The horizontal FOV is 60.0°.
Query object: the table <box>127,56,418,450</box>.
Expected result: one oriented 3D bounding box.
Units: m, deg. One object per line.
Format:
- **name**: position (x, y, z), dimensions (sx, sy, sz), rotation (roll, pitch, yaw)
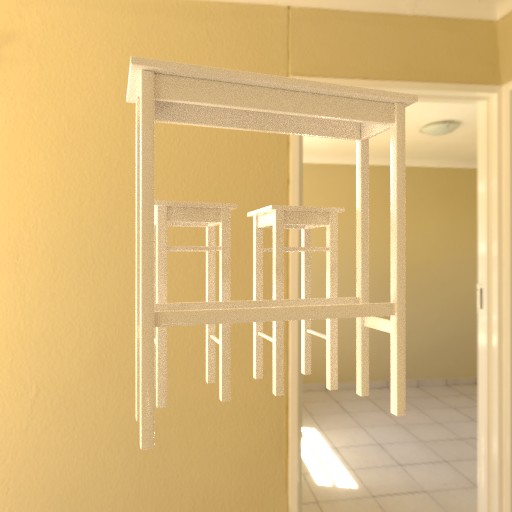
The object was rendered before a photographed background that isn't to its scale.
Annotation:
- **table**: position (0.000, 0.000, 1.630), dimensions (0.915, 1.065, 0.650), rotation (0, 0, -18)
